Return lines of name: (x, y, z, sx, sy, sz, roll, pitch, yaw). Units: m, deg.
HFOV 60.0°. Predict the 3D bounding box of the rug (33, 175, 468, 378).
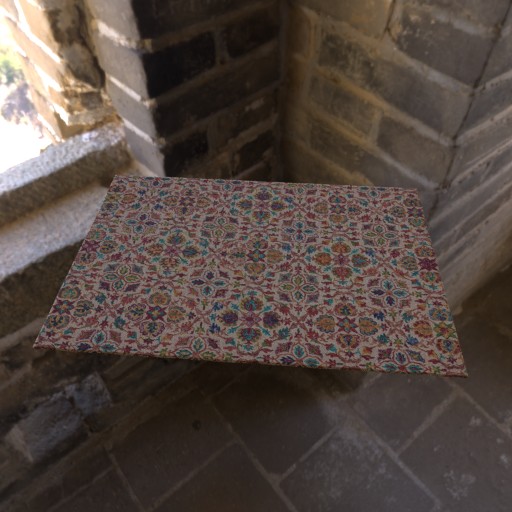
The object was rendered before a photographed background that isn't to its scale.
rug: (0.000, 0.000, 2.847, 2.297, 0.018, 1.541, 3, 47, 3)
